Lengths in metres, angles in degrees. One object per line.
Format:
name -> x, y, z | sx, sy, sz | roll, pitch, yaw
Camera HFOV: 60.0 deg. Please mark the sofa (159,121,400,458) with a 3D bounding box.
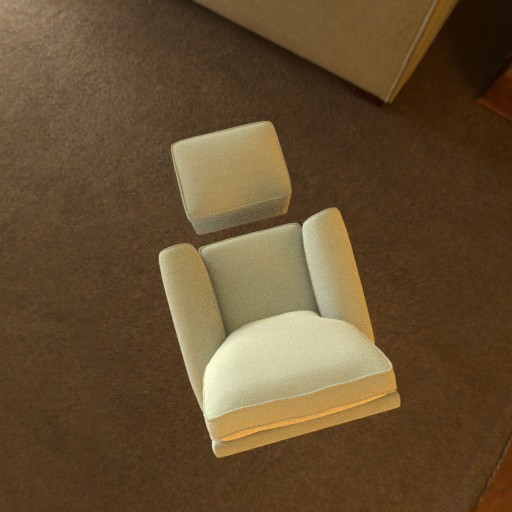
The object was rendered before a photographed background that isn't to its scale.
sofa -> 0.000, 0.000, 2.045 | 0.880, 0.959, 1.478 | -14, 77, -3
